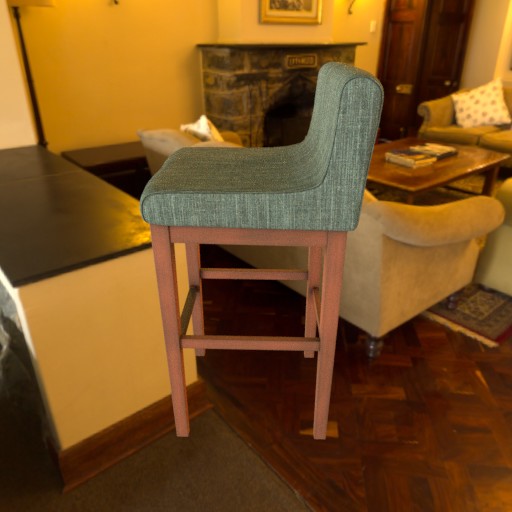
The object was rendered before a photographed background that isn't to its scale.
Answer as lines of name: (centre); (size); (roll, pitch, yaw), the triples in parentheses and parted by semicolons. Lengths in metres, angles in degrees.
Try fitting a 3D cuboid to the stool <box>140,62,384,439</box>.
stool: (0.000, 0.000, 1.214); (0.499, 0.965, 0.426); (1, 26, 1)
